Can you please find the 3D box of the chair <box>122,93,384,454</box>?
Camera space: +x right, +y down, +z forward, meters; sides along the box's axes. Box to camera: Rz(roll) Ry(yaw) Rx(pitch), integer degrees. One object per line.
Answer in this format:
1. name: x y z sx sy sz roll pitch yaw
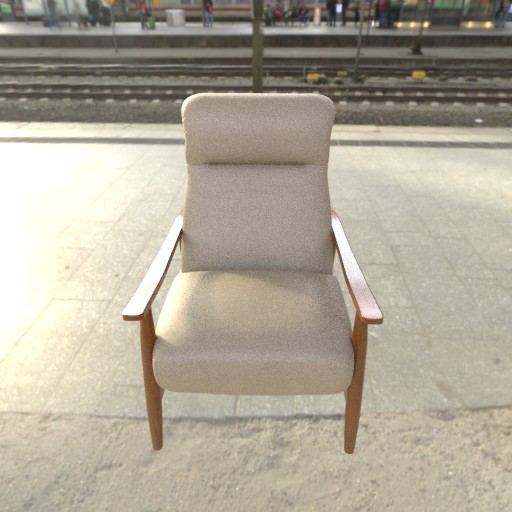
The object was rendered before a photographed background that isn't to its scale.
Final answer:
1. chair: 0.000 0.000 1.766 0.762 1.082 1.032 1 30 1
